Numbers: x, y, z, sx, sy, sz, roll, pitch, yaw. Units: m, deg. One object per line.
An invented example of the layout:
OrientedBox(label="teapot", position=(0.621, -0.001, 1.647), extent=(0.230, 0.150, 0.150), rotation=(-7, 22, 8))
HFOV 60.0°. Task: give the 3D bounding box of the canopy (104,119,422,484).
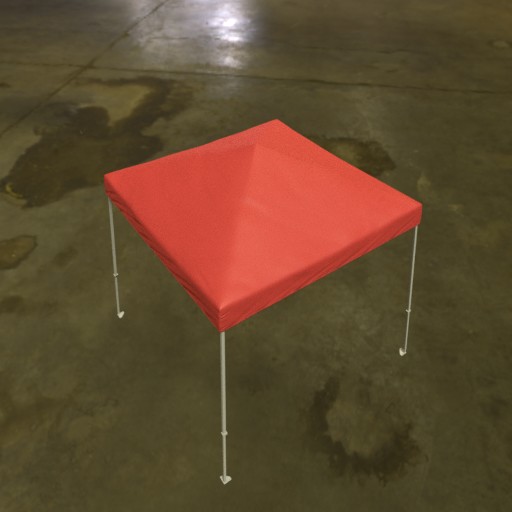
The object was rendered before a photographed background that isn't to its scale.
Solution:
OrientedBox(label="canopy", position=(0.000, 0.000, 5.154), extent=(2.848, 2.849, 2.849), rotation=(-26, 48, -26))
